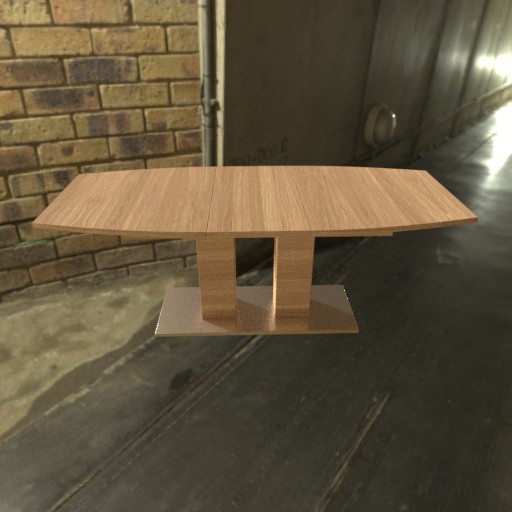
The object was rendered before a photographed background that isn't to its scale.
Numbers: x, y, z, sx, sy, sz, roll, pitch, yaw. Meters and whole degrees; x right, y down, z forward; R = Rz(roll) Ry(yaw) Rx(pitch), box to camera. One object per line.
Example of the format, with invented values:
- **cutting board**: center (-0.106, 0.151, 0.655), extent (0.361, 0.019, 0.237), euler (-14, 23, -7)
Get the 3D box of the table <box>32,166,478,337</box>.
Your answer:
- **table**: center (0.000, 0.000, 2.491), extent (2.032, 0.750, 0.900), euler (-1, 29, -1)
